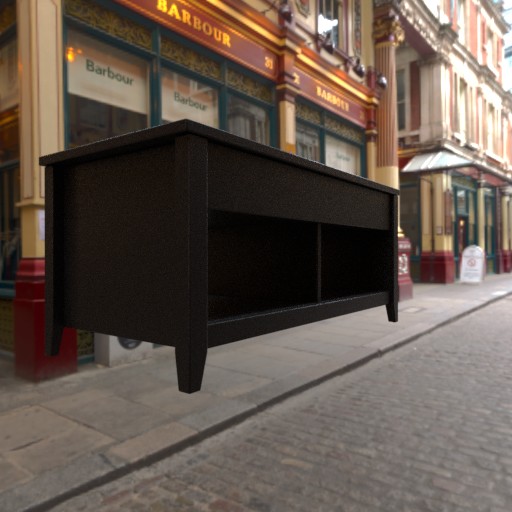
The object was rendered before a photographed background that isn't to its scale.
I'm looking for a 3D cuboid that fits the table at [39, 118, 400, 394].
[{"bbox_3d":[0.000,0.000,1.277,0.483,0.457,1.016,0,0,37],"label":"table"}]
